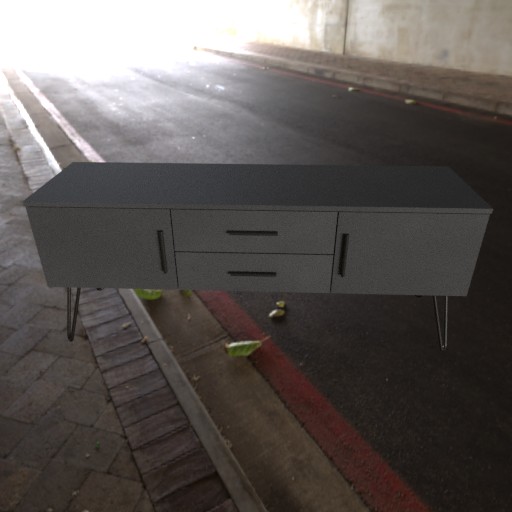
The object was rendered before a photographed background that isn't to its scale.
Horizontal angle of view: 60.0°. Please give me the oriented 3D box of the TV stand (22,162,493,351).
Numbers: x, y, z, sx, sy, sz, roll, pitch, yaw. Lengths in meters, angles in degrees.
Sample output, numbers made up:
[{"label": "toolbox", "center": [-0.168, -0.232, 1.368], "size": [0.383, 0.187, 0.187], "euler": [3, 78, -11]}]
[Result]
[{"label": "TV stand", "center": [0.000, 0.000, 1.617], "size": [1.400, 0.560, 0.400], "euler": [1, 30, 2]}]
